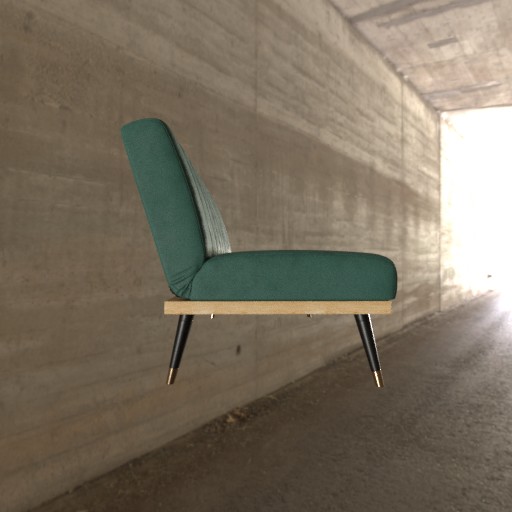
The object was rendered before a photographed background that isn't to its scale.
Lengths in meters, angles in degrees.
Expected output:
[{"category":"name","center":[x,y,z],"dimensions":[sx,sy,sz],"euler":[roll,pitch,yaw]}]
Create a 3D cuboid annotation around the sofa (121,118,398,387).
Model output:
[{"category":"sofa","center":[0.000,0.000,2.195],"dimensions":[0.830,0.820,1.810],"euler":[0,0,-1]}]
